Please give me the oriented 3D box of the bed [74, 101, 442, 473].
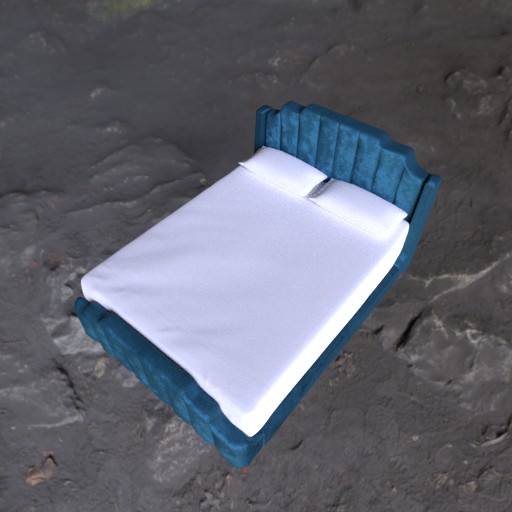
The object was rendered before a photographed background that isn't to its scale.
[{"bbox_3d":[0.000,0.000,3.368,1.678,1.338,2.322,31,55,26],"label":"bed"}]
